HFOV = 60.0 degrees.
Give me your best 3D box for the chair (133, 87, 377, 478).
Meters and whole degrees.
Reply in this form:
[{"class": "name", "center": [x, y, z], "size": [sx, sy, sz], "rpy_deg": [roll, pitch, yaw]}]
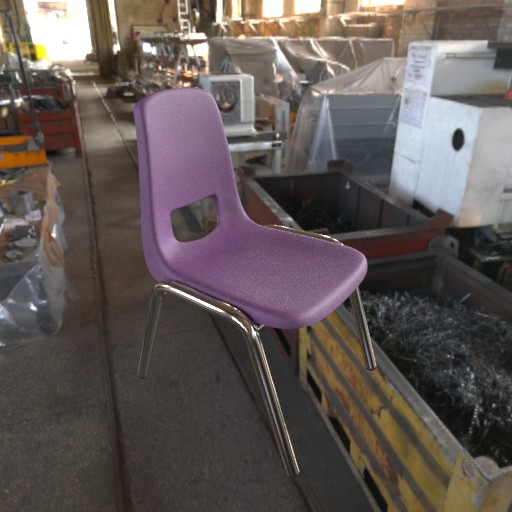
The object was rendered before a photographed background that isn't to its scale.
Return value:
[{"class": "chair", "center": [0.000, 0.000, 0.850], "size": [0.419, 0.584, 0.356], "rpy_deg": [18, 31, 32]}]
